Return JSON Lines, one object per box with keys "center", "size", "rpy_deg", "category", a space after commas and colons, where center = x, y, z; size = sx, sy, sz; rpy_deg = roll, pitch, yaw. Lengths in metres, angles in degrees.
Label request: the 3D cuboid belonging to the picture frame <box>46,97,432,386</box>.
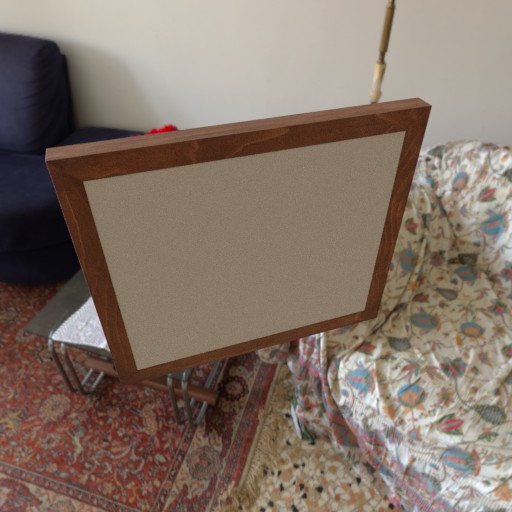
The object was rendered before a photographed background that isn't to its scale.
{"center": [0.000, 0.000, 0.534], "size": [0.381, 0.330, 0.025], "rpy_deg": [-12, 42, -14], "category": "picture frame"}
